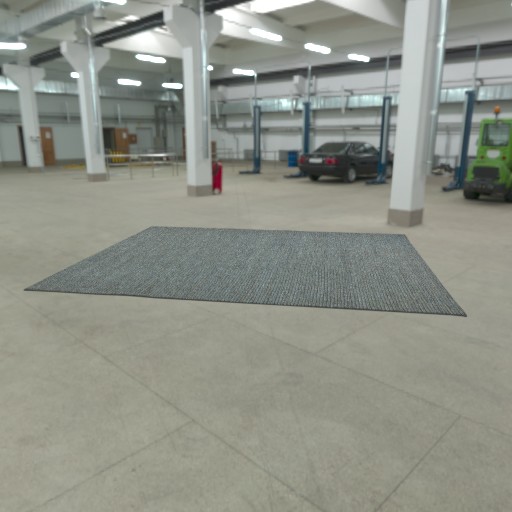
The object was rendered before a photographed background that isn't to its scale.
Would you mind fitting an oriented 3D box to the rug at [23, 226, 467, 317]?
[{"bbox_3d":[0.000,0.000,4.160,3.068,0.021,2.456,2,15,9],"label":"rug"}]
